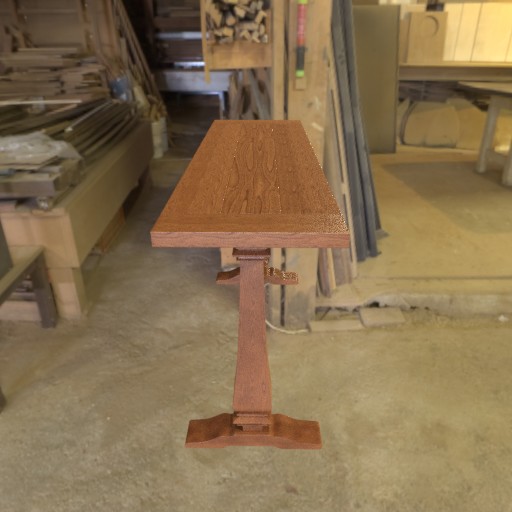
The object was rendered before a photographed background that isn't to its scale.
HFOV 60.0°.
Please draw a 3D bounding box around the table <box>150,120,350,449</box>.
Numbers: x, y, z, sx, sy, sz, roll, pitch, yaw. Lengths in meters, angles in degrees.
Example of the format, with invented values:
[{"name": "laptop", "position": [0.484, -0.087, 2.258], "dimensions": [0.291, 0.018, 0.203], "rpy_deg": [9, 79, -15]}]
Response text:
[{"name": "table", "position": [0.000, 0.000, 1.842], "dimensions": [0.461, 0.852, 1.478], "rpy_deg": [0, 26, 1]}]
